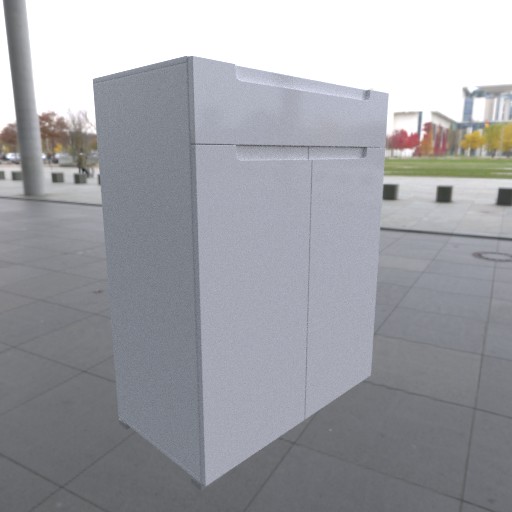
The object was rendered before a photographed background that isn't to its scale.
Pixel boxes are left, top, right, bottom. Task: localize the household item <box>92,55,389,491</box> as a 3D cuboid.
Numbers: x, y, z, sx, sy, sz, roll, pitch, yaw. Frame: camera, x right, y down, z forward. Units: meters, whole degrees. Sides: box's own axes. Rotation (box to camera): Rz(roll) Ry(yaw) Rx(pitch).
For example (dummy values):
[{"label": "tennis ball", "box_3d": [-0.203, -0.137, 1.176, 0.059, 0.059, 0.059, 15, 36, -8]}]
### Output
[{"label": "household item", "box_3d": [0.000, 0.000, 1.399, 0.420, 1.010, 0.790, 12, 18, 43]}]
